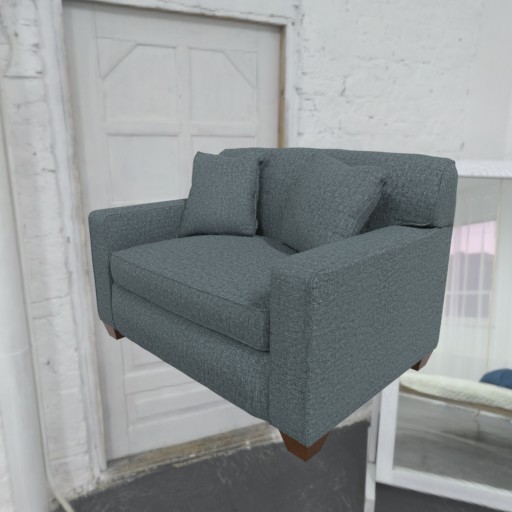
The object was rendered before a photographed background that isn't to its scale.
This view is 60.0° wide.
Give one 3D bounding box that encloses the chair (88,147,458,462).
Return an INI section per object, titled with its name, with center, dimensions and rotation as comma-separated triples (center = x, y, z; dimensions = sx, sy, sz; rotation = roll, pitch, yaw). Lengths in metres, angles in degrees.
[chair]
center = 0.000, 0.000, 2.023
dimensions = 1.383, 0.948, 1.000
rotation = 15, 22, 43
